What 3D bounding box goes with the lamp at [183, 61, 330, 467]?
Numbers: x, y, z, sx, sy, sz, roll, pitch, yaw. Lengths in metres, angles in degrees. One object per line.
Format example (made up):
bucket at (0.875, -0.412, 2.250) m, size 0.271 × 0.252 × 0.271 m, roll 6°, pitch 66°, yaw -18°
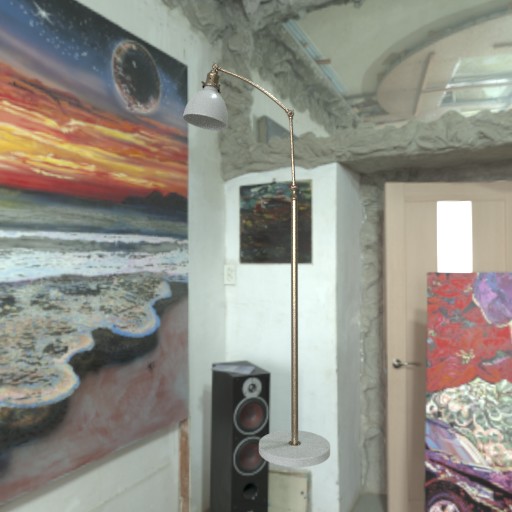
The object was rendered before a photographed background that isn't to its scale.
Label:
lamp at (0.000, 0.000, 1.814) m, size 0.599 × 1.586 × 0.288 m, roll 0°, pitch -1°, yaw -1°
